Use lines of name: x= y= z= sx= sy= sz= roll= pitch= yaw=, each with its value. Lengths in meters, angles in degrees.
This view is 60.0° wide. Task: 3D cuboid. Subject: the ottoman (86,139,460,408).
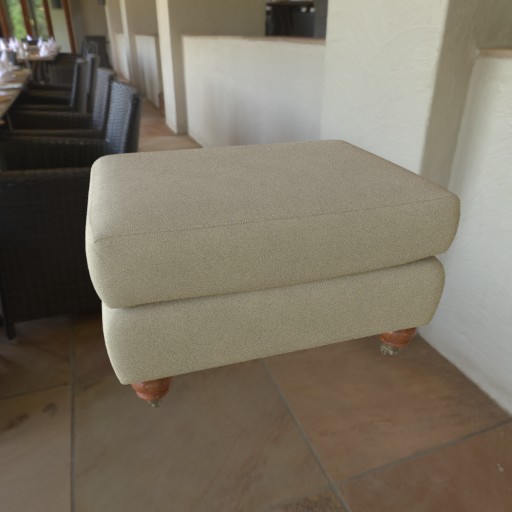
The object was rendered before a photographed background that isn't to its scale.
ottoman: x=0.000 y=0.000 z=1.147 sx=0.773 sy=0.504 sz=0.569 roll=-8 pitch=28 yaw=-15
